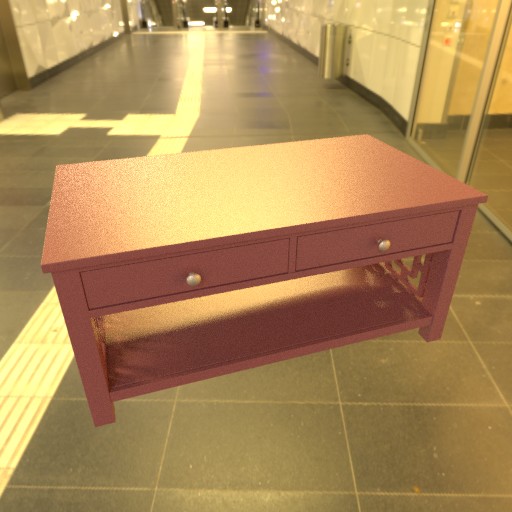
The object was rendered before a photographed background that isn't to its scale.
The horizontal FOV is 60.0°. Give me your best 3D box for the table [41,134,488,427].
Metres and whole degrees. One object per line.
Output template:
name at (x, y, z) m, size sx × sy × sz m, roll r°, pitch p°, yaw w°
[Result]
table at (0.000, 0.000, 1.361) m, size 1.068 × 0.493 × 0.612 m, roll -10°, pitch 32°, yaw -16°
